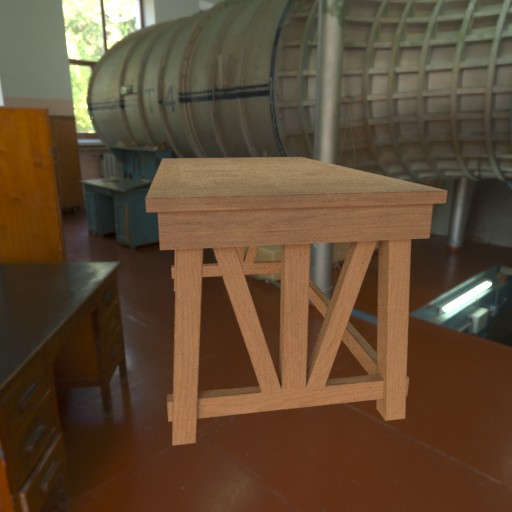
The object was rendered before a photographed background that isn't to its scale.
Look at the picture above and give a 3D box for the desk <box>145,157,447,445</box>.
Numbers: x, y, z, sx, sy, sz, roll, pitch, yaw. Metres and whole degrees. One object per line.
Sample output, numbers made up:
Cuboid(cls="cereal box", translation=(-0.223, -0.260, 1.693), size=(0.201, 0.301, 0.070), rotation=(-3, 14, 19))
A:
Cuboid(cls="desk", translation=(0.000, 0.000, 1.971), size=(0.813, 0.762, 1.499), rotation=(-3, 16, -9))
